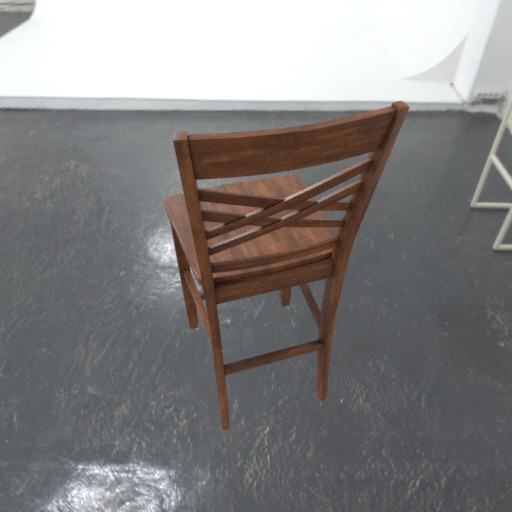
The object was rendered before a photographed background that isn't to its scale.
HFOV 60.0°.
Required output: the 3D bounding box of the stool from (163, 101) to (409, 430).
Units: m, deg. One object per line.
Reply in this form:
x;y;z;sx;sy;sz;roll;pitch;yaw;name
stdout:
0.000;0.000;1.341;0.462;1.079;0.539;-12;43;-13;stool
